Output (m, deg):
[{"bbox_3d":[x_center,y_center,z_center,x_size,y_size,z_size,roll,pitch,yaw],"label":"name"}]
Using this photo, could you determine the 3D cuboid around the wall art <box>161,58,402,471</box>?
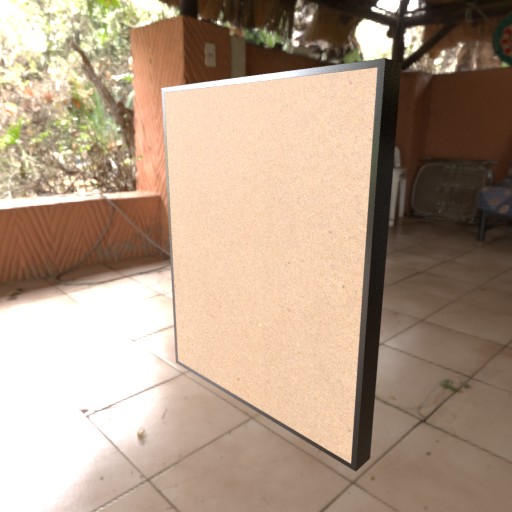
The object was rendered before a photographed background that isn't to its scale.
[{"bbox_3d":[0.000,0.000,0.733,0.038,0.551,0.448,-15,21,-43],"label":"wall art"}]
